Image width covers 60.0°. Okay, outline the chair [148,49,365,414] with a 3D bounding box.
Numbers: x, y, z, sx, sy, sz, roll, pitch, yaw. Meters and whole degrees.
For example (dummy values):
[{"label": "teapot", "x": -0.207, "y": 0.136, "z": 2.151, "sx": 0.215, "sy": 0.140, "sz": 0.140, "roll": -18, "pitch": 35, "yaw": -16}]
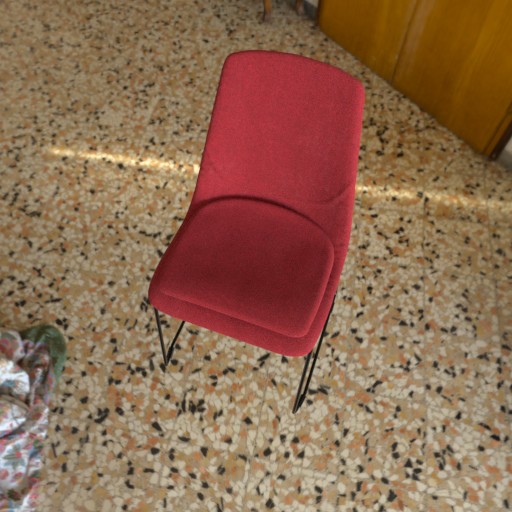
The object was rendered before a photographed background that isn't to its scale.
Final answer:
[{"label": "chair", "x": 0.000, "y": 0.000, "z": 1.176, "sx": 0.479, "sy": 0.858, "sz": 0.518, "roll": 17, "pitch": 60, "yaw": 10}]
